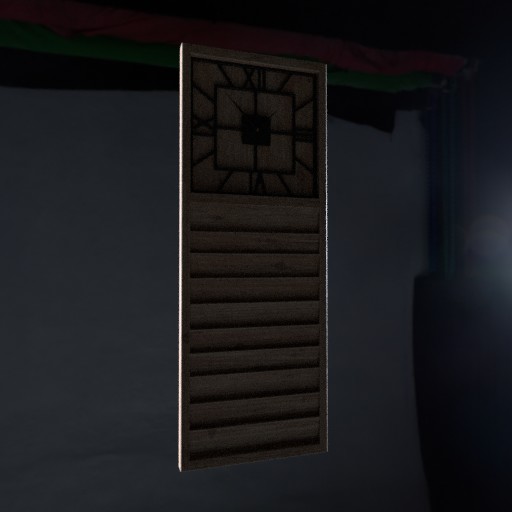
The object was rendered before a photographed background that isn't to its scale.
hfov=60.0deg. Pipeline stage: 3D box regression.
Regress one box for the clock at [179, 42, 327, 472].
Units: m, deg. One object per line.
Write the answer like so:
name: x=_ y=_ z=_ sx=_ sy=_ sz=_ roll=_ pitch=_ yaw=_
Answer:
clock: x=0.000 y=0.000 z=1.062 sx=0.361 sy=0.965 sz=0.030 roll=0 pitch=-1 yaw=-17
